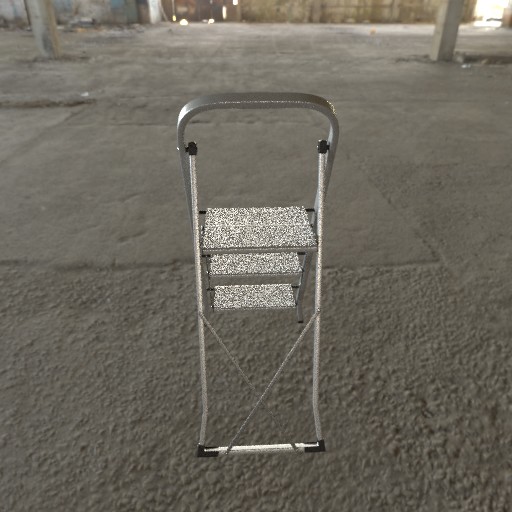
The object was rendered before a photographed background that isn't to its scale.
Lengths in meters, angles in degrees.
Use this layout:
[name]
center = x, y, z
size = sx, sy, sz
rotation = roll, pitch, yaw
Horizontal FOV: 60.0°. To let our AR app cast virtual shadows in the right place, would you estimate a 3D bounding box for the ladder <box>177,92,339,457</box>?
[ladder]
center = 0.000, 0.000, 1.453
size = 0.465, 1.070, 0.704
rotation = -1, 30, -3
